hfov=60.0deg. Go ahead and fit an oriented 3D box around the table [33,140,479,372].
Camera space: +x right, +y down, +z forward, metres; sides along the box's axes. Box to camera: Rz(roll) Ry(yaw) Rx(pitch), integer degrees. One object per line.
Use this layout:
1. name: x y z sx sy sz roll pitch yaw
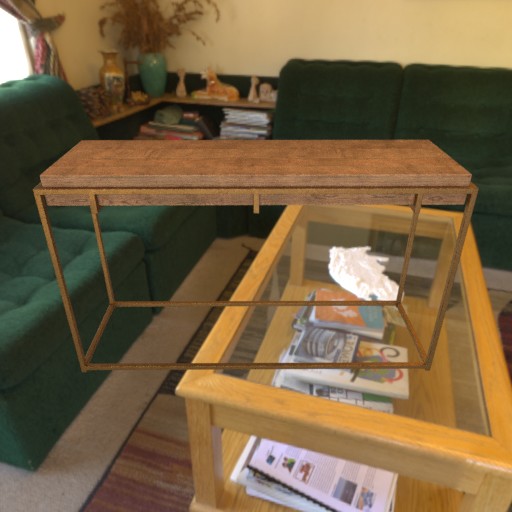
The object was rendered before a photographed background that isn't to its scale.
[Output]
1. table: 0.000 0.000 1.768 1.400 0.820 0.440 0 30 0
